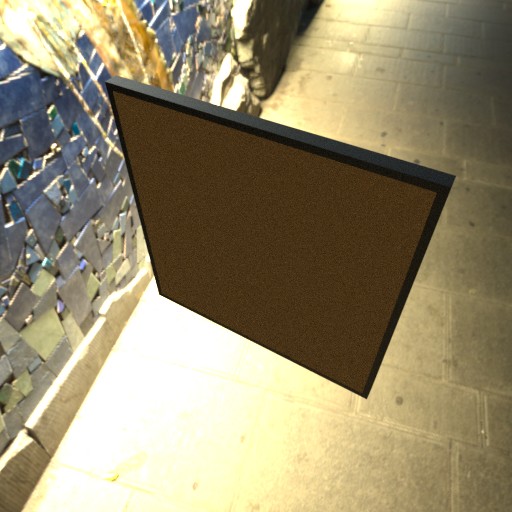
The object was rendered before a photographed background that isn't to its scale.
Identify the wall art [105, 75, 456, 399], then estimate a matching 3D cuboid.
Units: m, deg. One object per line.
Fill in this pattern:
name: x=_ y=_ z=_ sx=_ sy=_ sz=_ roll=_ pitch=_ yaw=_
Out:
wall art: x=0.000 y=0.000 z=1.147 sx=0.763 sy=0.763 sz=0.038 roll=23 pitch=51 yaw=20
